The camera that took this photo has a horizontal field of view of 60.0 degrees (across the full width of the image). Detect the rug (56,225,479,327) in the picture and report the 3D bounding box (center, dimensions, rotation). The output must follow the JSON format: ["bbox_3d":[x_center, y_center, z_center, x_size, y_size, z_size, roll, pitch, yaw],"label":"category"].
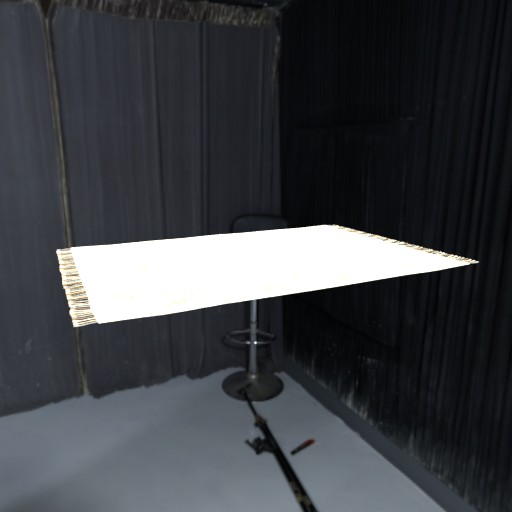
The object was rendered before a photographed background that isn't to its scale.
[{"bbox_3d":[0.000,0.000,2.300,1.861,0.017,1.218,-7,15,-25],"label":"rug"}]
